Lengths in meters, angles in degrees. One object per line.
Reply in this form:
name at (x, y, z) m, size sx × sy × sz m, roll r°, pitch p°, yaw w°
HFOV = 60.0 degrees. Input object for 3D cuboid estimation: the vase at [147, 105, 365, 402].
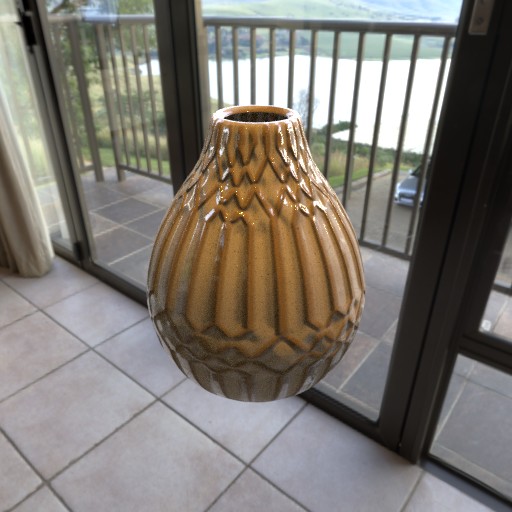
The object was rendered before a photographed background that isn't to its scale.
vase at (0.000, 0.000, 0.319) m, size 0.159 × 0.200 × 0.159 m, roll 0°, pitch 30°, yaw 0°
